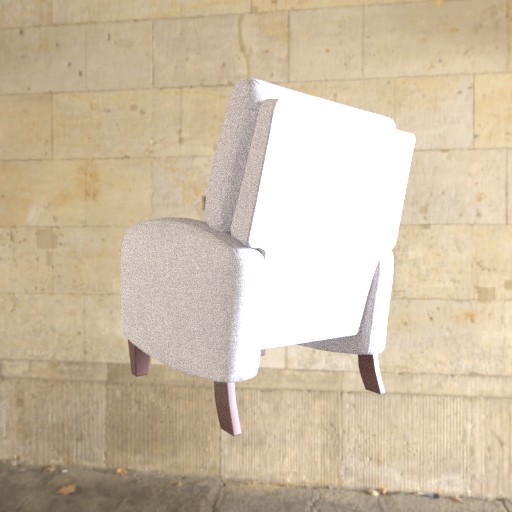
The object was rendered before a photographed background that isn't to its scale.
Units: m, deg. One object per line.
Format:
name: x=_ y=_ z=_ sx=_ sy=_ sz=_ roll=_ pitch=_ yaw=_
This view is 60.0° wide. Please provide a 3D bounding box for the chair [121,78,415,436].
chair: x=0.000 y=0.000 z=1.690 sx=0.762 sy=0.990 sz=0.990 roll=0 pitch=0 yaw=-36
